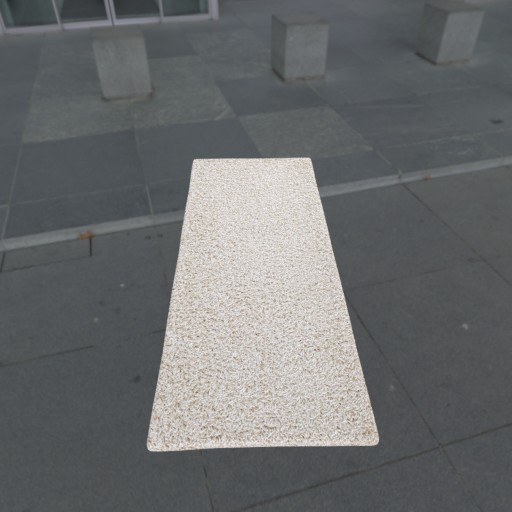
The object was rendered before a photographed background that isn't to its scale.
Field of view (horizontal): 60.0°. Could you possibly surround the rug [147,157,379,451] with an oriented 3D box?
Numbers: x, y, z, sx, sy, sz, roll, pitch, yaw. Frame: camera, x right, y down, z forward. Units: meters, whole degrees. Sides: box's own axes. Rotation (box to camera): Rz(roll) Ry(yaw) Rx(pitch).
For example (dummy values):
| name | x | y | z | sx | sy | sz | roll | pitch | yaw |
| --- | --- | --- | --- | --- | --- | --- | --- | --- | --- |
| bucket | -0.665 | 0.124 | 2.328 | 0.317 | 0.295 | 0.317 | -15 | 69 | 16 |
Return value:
| name | x | y | z | sx | sy | sz | roll | pitch | yaw |
| --- | --- | --- | --- | --- | --- | --- | --- | --- | --- |
| rug | 0.000 | 0.000 | 1.729 | 0.609 | 0.030 | 1.524 | -1 | 41 | -1 |
